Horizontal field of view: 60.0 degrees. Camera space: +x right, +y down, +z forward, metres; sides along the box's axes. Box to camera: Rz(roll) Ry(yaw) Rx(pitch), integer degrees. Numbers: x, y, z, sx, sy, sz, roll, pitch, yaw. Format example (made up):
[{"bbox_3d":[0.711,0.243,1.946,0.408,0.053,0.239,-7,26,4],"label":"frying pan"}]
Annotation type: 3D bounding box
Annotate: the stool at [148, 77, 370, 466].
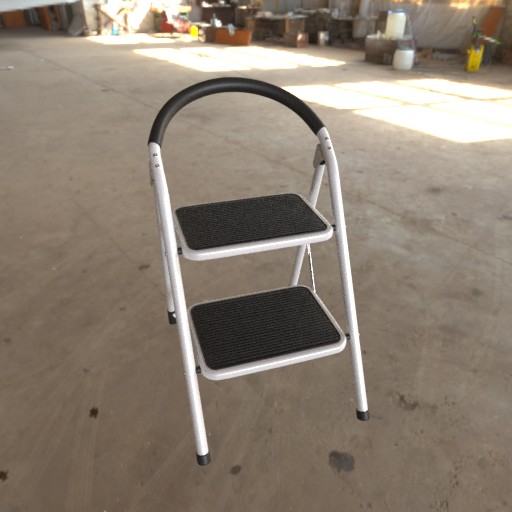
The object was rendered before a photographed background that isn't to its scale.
[{"bbox_3d":[0.000,0.000,1.110,0.453,0.760,0.559,-9,33,-15],"label":"stool"}]
